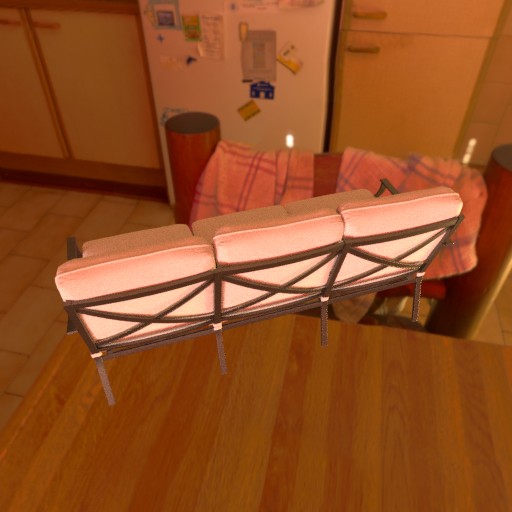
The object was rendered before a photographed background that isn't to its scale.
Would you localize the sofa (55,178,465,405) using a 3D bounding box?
[{"bbox_3d":[0.000,0.000,2.223,1.740,0.860,0.787,-12,44,-13],"label":"sofa"}]
